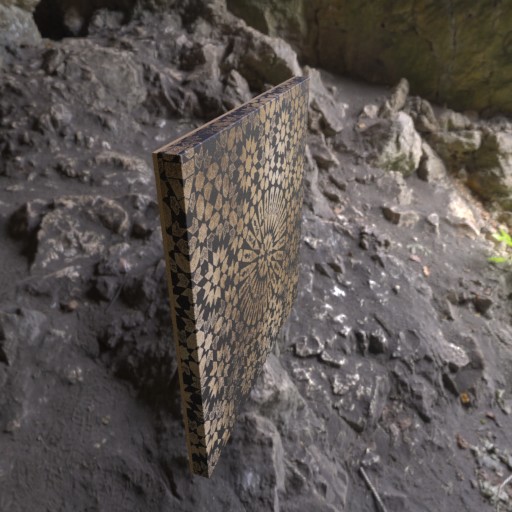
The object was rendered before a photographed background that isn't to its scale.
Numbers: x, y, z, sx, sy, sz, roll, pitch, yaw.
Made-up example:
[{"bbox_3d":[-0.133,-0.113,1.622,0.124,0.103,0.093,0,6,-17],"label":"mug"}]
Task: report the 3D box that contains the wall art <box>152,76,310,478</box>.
[{"bbox_3d":[0.000,0.000,0.917,0.038,0.612,0.612,10,32,17],"label":"wall art"}]
